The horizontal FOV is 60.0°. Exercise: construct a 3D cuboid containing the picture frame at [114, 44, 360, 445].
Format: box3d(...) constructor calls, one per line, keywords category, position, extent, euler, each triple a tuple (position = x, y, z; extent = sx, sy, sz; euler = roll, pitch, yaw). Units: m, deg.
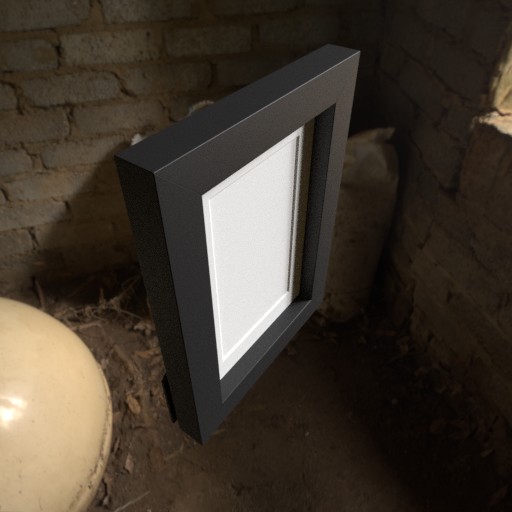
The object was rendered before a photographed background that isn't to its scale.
box3d(category="picture frame", position=(0.000, 0.000, 0.275), extent=(0.028, 0.208, 0.157), euler=(26, 48, 26))
